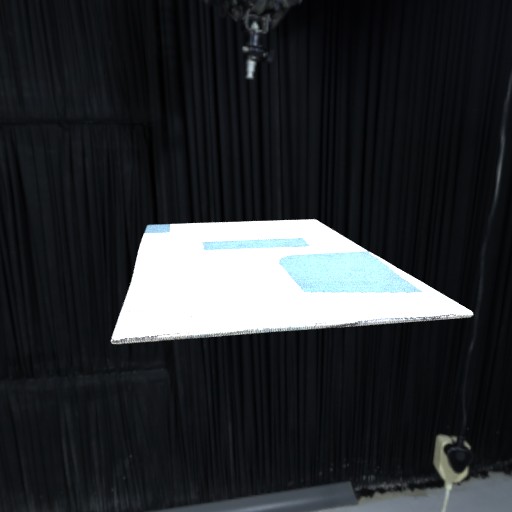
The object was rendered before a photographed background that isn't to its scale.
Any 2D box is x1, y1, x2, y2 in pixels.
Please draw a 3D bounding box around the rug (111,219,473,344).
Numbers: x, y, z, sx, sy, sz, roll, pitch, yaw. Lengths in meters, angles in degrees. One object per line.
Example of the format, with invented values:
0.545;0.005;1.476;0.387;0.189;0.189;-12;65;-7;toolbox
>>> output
0.000;0.000;2.337;1.238;0.020;1.847;-3;15;-10;rug
